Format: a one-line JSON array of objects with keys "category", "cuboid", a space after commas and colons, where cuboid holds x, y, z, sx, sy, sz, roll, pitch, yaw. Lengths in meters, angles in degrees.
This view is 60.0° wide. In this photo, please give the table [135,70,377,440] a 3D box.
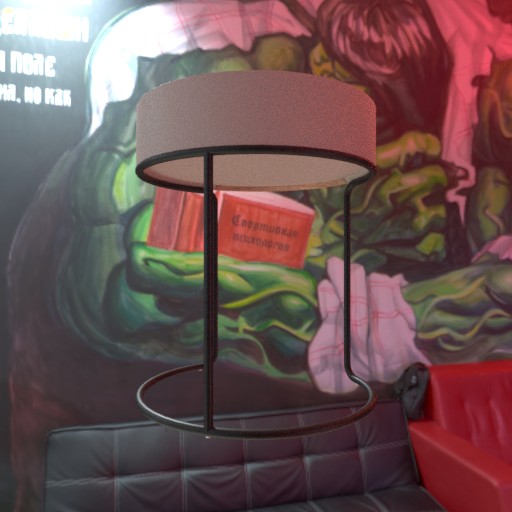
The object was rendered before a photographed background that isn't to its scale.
[{"category": "table", "cuboid": [0.000, 0.000, 0.854, 0.450, 0.530, 0.450, 0, 0, 0]}]
